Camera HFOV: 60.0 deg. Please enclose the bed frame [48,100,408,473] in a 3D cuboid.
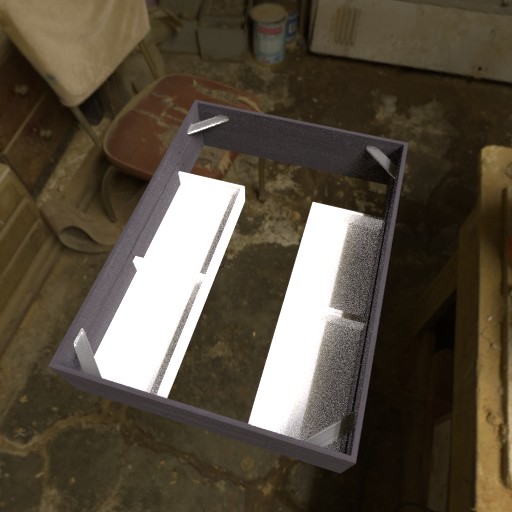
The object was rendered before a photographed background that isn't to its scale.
[{"bbox_3d":[0.000,0.000,2.615,1.448,0.459,1.944,14,60,9],"label":"bed frame"}]
